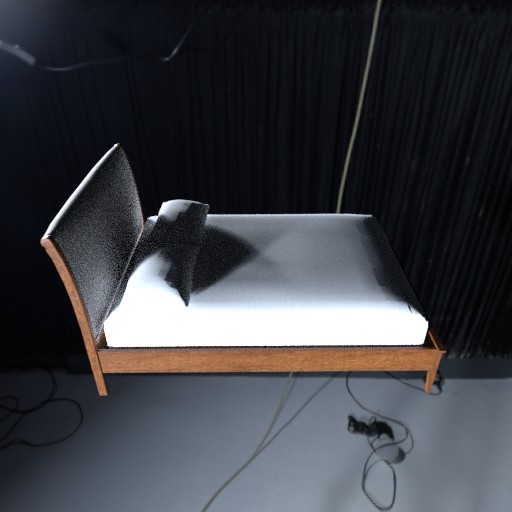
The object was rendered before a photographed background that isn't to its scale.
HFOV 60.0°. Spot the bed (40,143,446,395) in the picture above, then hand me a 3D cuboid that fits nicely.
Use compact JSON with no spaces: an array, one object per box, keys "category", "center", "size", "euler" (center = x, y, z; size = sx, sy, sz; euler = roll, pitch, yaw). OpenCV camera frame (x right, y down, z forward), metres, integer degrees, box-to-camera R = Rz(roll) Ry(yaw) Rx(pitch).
[{"category":"bed","center":[0.000,0.000,3.353],"size":[2.380,1.250,1.612],"euler":[0,33,0]}]
